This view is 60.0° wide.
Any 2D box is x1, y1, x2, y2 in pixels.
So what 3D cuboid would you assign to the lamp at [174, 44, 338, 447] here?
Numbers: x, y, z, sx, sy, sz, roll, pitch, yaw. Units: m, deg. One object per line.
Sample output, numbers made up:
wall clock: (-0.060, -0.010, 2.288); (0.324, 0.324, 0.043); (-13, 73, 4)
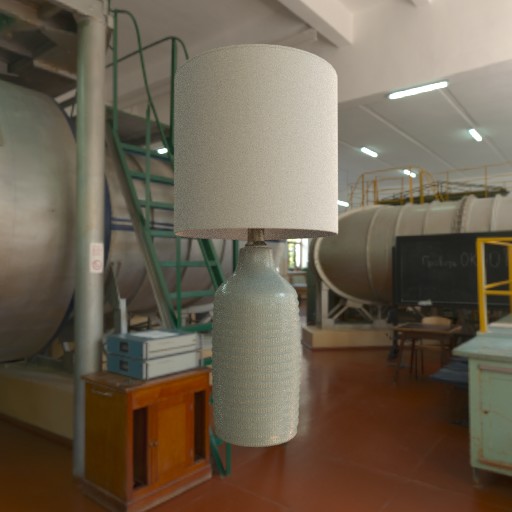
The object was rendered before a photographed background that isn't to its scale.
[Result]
lamp: (0.000, 0.000, 0.605); (0.220, 0.475, 0.220); (0, -1, -17)
